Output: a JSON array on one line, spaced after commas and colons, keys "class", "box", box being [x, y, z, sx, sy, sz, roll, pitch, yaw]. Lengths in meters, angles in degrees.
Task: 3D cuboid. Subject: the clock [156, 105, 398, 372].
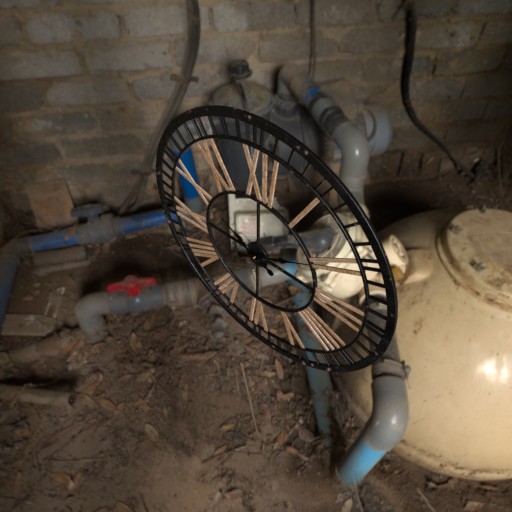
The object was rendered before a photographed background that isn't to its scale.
[{"class": "clock", "box": [0.000, 0.000, 1.236, 0.843, 0.843, 0.025, 33, 55, 27]}]
